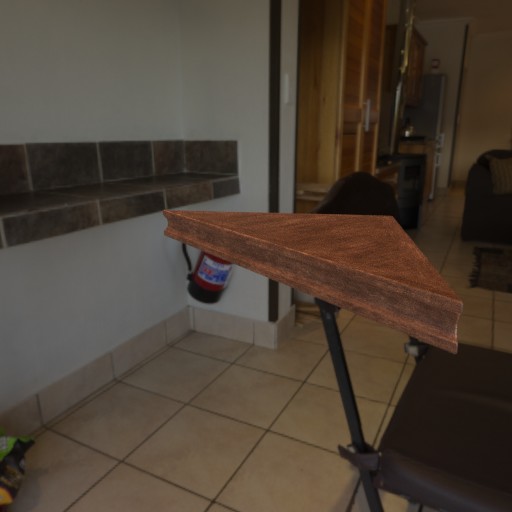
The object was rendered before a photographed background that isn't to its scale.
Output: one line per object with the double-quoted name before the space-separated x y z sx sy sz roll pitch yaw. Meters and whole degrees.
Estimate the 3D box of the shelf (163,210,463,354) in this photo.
"shelf" 0.000 0.000 0.432 0.296 0.035 0.296 2 15 8
